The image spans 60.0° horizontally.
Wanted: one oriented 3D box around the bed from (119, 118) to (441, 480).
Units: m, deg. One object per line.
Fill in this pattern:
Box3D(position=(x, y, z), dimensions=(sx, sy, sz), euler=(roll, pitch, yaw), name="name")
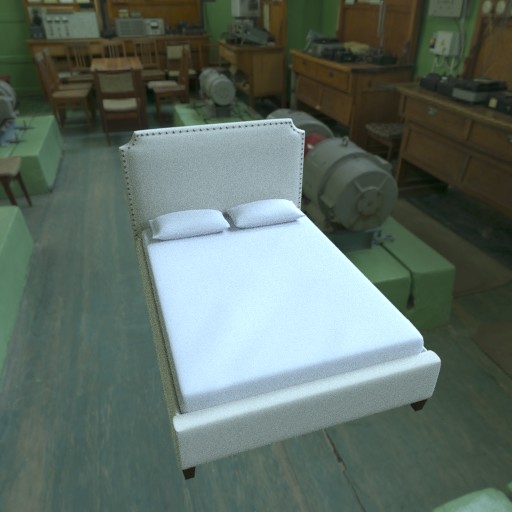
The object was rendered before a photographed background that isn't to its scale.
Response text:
Box3D(position=(0.000, 0.000, 3.375), dimensions=(1.712, 1.443, 2.372), euler=(-10, 32, -16), name="bed")
